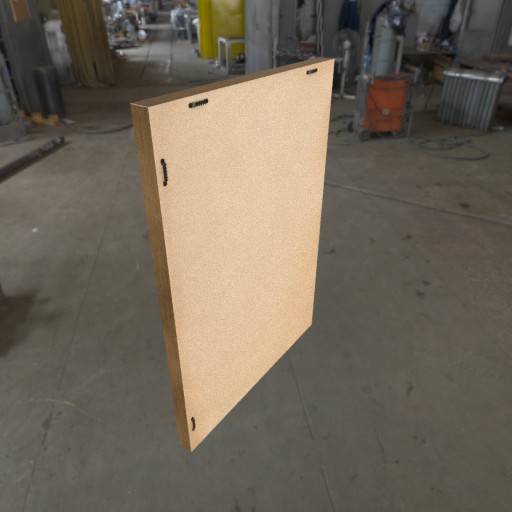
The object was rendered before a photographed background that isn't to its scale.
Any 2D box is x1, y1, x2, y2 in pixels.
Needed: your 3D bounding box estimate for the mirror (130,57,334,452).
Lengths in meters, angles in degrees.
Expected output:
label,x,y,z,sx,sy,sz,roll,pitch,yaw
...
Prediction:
label,x,y,z,sx,sy,sz,roll,pitch,yaw
mirror,0.000,0.000,0.931,0.040,0.710,0.507,21,38,30
